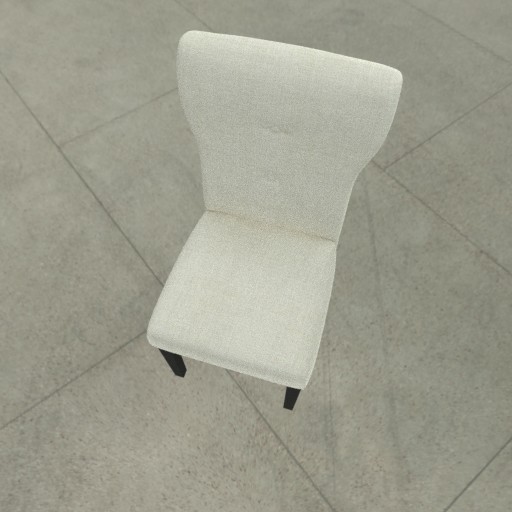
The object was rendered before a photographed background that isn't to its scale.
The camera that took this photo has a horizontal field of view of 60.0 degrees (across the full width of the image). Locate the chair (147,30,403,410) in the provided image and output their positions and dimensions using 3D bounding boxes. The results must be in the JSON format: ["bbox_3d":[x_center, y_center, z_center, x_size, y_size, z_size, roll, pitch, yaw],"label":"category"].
[{"bbox_3d":[0.000,0.000,1.240,0.509,0.921,0.597,14,60,8],"label":"chair"}]
